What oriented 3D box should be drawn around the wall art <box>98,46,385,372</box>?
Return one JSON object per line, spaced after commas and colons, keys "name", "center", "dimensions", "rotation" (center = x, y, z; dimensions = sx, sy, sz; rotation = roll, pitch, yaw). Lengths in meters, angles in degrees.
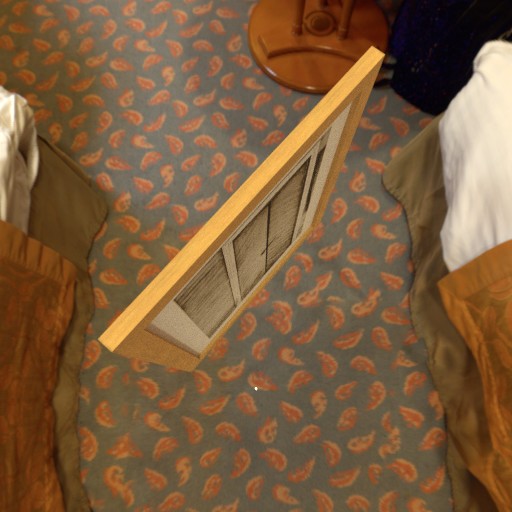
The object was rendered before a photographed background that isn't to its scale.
{"name": "wall art", "center": [0.000, 0.000, 0.754], "dimensions": [0.020, 0.561, 0.460], "rotation": [39, 77, 11]}
